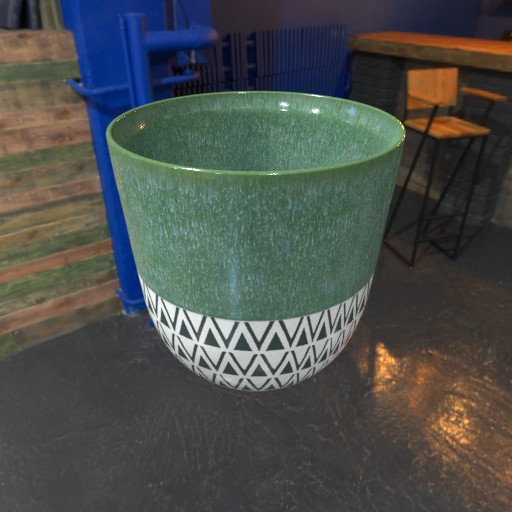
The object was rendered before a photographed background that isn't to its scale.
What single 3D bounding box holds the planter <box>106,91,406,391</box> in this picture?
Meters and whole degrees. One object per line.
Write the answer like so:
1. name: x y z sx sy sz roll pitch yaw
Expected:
1. planter: 0.000 0.000 0.355 0.195 0.214 0.195 0 32 0
